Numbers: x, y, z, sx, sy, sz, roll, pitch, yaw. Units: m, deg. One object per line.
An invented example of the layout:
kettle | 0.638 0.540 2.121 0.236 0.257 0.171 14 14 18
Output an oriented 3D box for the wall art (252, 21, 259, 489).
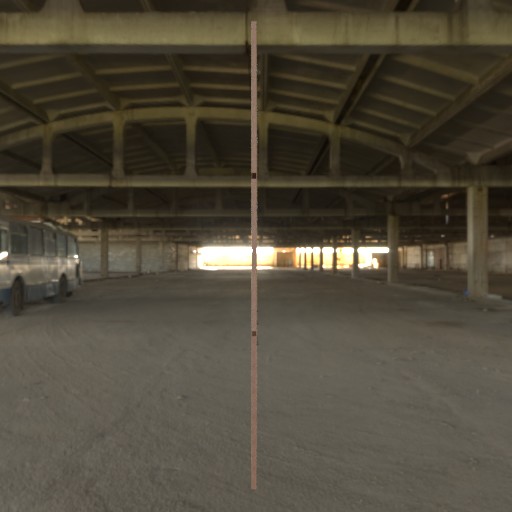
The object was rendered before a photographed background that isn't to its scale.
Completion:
wall art | 0.000 0.000 1.762 0.019 1.218 1.221 0 0 0
